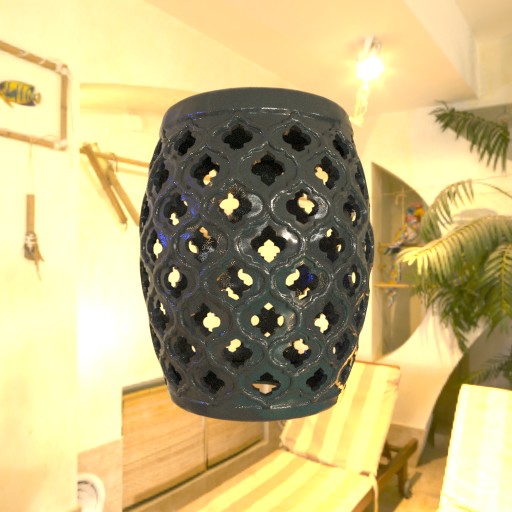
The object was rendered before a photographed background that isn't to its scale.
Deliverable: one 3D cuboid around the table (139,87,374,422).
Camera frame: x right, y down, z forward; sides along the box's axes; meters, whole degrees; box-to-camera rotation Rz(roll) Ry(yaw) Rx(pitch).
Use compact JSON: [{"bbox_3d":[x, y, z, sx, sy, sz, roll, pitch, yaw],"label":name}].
[{"bbox_3d":[0.000,0.000,0.632,0.325,0.388,0.325,0,-1,0],"label":"table"}]
